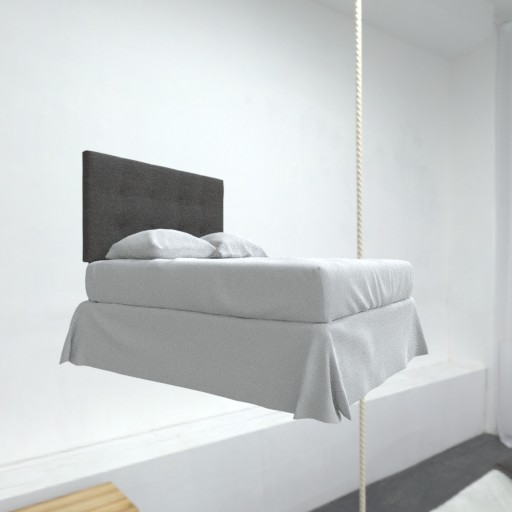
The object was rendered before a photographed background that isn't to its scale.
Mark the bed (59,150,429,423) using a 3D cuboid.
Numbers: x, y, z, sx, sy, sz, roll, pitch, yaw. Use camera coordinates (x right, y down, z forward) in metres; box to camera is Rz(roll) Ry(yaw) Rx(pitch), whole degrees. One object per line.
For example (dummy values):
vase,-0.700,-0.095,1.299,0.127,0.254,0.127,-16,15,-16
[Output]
bed,0.000,0.000,3.410,2.222,1.577,1.936,0,0,34
